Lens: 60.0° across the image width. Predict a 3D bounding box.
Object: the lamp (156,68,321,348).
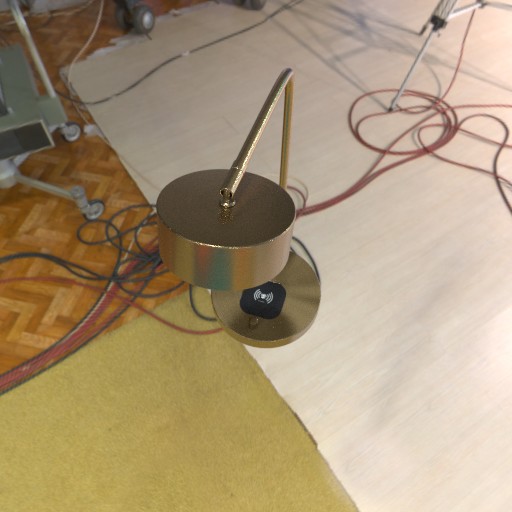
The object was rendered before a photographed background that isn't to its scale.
[{"bbox_3d":[0.000,0.000,0.525,0.171,0.380,0.270,15,57,10],"label":"lamp"}]
